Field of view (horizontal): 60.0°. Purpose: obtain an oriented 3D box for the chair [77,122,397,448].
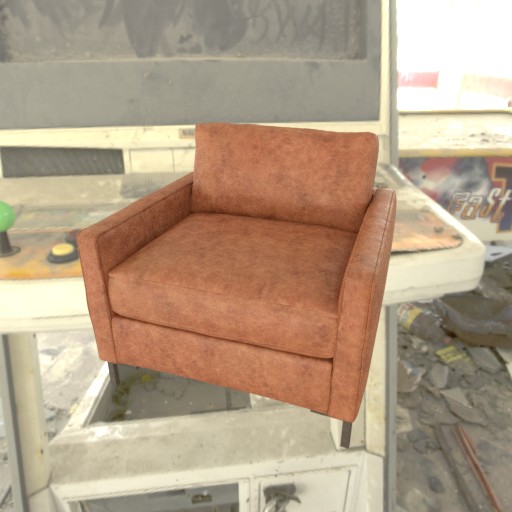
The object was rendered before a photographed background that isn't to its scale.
[{"bbox_3d":[0.000,0.000,1.693,0.967,0.869,0.862,8,27,17],"label":"chair"}]
